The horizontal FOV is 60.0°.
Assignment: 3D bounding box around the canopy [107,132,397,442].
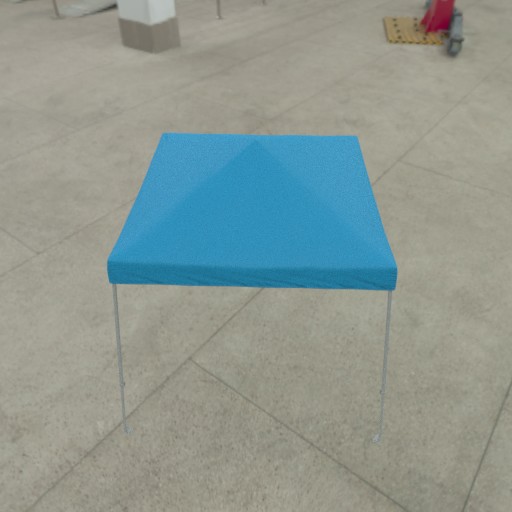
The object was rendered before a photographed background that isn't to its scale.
[{"bbox_3d":[0.000,0.000,5.041,2.849,2.850,2.850,1,41,1],"label":"canopy"}]
